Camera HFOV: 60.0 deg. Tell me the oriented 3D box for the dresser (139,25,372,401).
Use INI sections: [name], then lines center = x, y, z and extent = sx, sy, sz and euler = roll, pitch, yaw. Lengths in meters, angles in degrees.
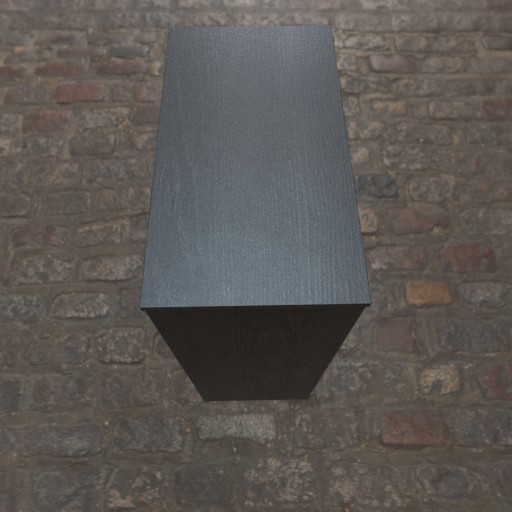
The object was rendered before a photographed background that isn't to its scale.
[dresser]
center = 0.000, 0.000, 1.343
extent = 0.398, 1.020, 0.700
euler = -1, 63, 0
